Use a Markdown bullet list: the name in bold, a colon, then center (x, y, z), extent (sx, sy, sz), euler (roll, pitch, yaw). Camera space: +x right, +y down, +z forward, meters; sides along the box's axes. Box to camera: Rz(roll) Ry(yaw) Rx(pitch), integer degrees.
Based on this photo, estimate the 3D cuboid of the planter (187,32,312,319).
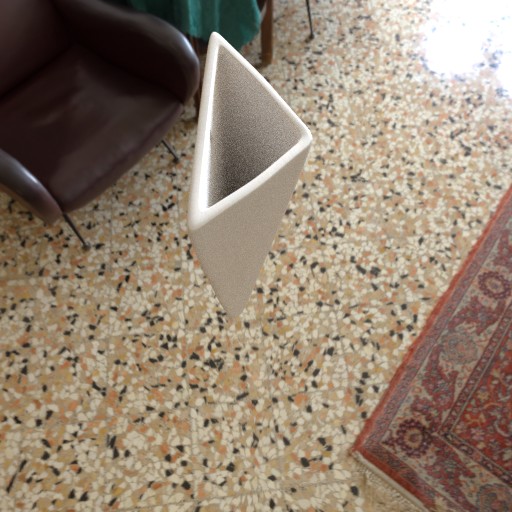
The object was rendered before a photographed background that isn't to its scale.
- **planter**: center (0.000, 0.000, 0.393), extent (0.065, 0.338, 0.143), euler (2, 64, 1)
